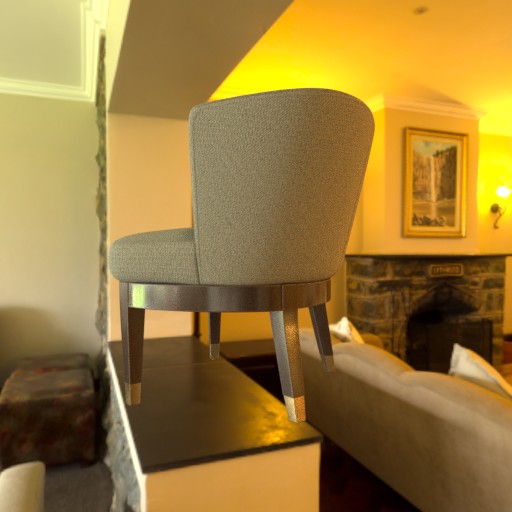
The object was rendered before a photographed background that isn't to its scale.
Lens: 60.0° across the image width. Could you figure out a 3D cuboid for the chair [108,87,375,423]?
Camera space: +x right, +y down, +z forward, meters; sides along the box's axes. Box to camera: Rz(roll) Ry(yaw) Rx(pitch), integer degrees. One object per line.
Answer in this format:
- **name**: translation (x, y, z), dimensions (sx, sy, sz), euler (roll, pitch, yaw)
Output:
- **chair**: translation (0.000, 0.000, 1.286), dimensions (0.660, 0.760, 0.700), euler (0, 1, 19)
